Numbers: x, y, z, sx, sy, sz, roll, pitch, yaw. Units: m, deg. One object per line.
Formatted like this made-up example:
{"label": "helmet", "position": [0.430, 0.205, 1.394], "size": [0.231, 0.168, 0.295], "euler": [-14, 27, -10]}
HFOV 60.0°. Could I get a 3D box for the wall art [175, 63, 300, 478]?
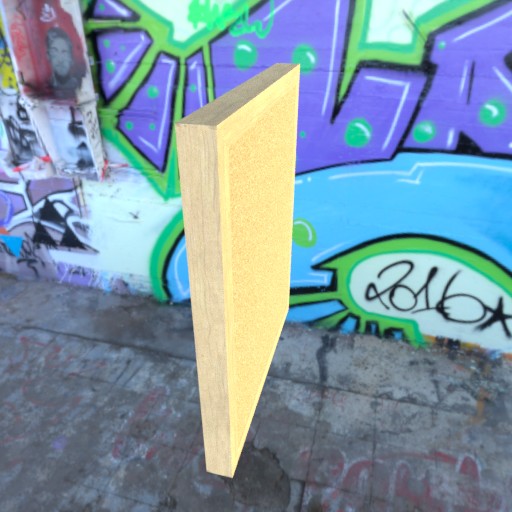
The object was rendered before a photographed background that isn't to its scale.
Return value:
{"label": "wall art", "position": [0.000, 0.000, 0.519], "size": [0.030, 0.380, 0.312], "euler": [8, 31, 13]}
